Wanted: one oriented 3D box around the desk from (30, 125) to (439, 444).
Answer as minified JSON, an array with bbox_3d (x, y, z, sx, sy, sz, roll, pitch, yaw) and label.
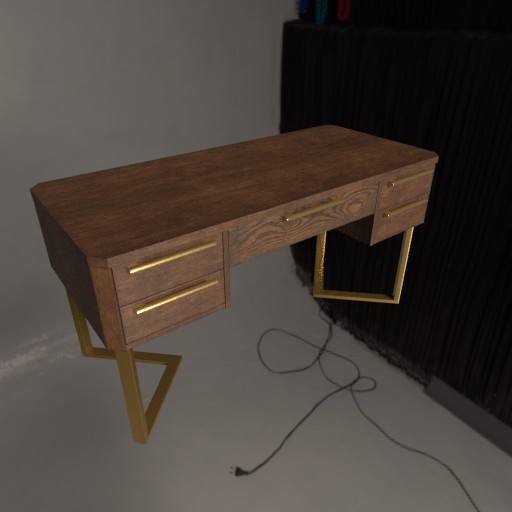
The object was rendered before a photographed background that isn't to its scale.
[{"bbox_3d":[0.000,0.000,1.878,1.479,0.762,0.684,-20,36,-31],"label":"desk"}]
